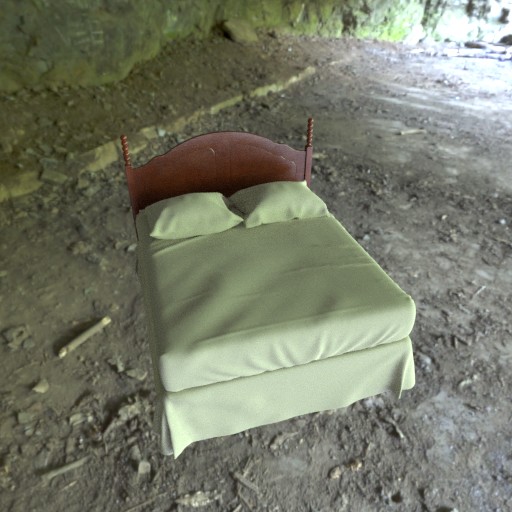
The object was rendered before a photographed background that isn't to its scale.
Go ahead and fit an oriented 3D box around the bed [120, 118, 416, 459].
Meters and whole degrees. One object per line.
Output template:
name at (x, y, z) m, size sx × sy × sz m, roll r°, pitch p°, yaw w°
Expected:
bed at (0.000, 0.000, 3.278) m, size 1.873 × 1.356 × 2.040 m, roll -9°, pitch 34°, yaw -14°
